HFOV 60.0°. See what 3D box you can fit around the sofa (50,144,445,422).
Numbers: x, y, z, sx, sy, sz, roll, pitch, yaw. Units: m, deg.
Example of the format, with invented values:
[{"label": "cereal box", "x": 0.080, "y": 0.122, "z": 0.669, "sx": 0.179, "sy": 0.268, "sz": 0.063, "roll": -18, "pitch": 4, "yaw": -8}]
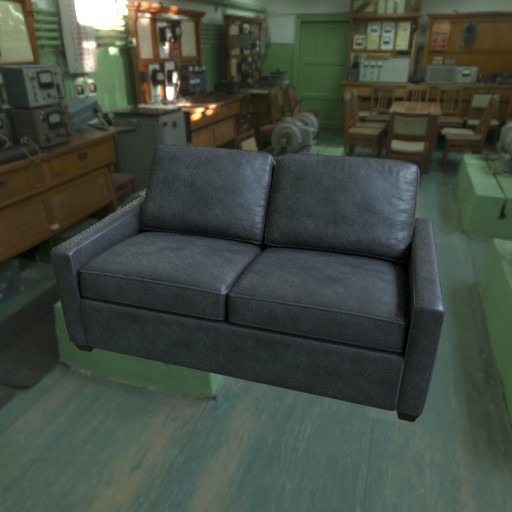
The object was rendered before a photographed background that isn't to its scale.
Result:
[{"label": "sofa", "x": 0.000, "y": 0.000, "z": 2.257, "sx": 1.732, "sy": 0.916, "sz": 0.939, "roll": 8, "pitch": 27, "yaw": 15}]
